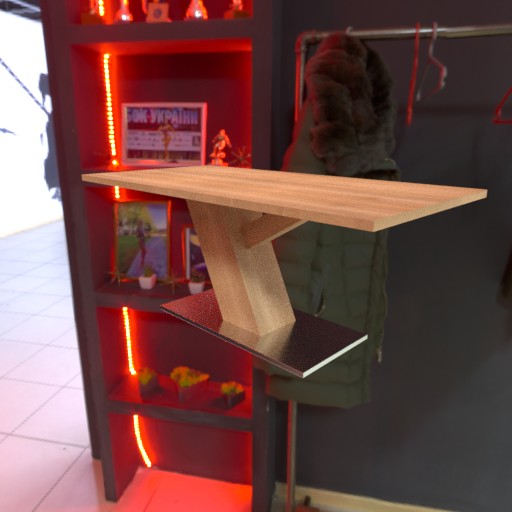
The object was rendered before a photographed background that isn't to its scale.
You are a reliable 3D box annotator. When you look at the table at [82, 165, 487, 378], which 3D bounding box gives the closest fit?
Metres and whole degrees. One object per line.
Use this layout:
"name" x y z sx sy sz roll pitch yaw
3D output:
"table" 0.000 0.000 2.236 1.800 0.750 0.900 15 22 42
